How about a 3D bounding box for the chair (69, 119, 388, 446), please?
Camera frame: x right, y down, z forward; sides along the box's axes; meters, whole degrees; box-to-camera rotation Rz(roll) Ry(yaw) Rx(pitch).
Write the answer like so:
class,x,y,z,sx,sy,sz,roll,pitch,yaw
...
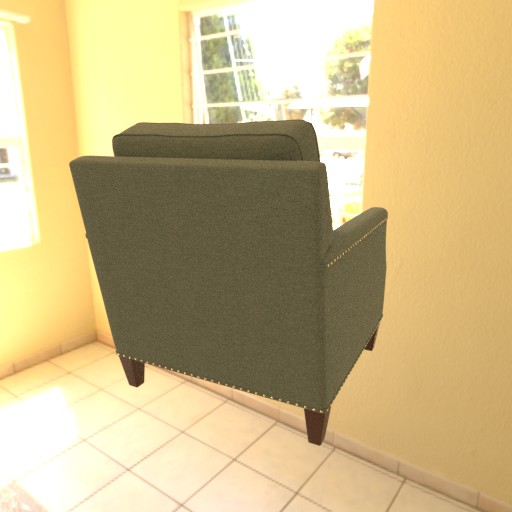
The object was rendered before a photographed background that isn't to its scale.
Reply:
class,x,y,z,sx,sy,sz,roll,pitch,yaw
chair,0.000,0.000,1.798,0.885,1.031,1.031,8,17,26
